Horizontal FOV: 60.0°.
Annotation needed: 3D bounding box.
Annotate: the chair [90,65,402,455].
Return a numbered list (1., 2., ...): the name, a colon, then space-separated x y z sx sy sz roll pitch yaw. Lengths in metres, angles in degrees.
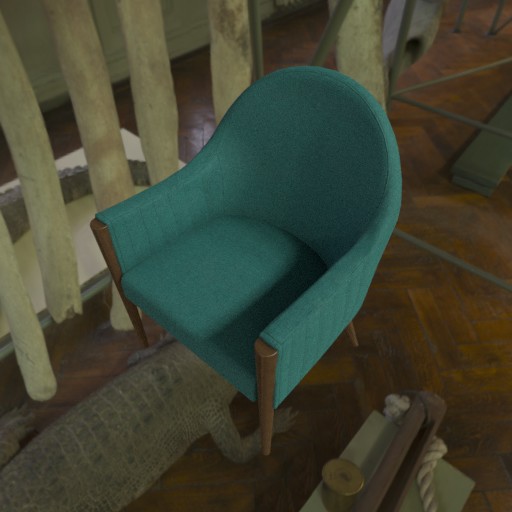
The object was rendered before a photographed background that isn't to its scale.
1. chair: 0.000 0.000 1.323 0.656 0.907 0.652 32 54 27
